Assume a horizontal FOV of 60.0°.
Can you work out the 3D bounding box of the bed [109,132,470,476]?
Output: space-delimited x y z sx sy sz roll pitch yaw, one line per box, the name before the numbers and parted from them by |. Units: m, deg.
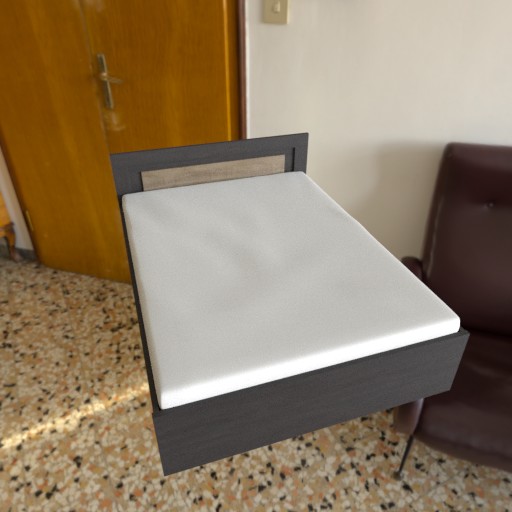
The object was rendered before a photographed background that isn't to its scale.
bed | 0.000 0.000 2.855 1.585 0.823 2.073 -10 35 -15
